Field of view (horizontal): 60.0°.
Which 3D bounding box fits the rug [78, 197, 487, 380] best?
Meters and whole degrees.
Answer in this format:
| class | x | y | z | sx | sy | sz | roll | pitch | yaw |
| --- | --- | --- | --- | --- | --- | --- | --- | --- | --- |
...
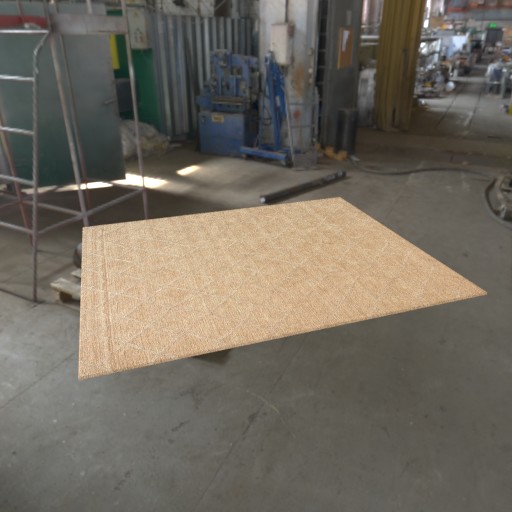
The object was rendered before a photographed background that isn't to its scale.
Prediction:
| class | x | y | z | sx | sy | sz | roll | pitch | yaw |
| --- | --- | --- | --- | --- | --- | --- | --- | --- | --- |
| rug | 0.000 | 0.000 | 4.087 | 3.039 | 0.019 | 2.420 | -9 | 28 | -17 |
